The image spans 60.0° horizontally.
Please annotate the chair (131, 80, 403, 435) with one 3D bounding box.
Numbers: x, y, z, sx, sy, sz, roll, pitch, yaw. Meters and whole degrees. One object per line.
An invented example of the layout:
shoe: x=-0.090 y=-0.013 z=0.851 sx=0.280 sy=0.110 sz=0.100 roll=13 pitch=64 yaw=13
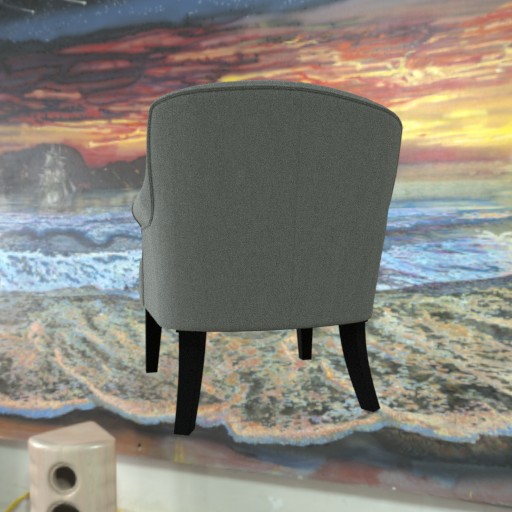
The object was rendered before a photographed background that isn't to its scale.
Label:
chair: x=0.000 y=0.000 z=1.444 sx=0.772 sy=0.880 sz=0.755 roll=0 pitch=2 yaw=-17
